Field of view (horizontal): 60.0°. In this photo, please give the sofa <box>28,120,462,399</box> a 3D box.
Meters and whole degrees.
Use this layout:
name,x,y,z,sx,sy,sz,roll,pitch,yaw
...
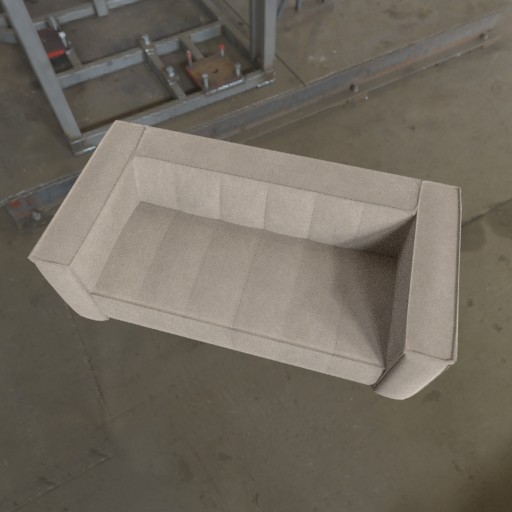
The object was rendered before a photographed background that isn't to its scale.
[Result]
name,x,y,z,sx,sy,sz,roll,pitch,yaw
sofa,0.000,0.000,2.470,1.995,0.680,1.038,13,60,8
